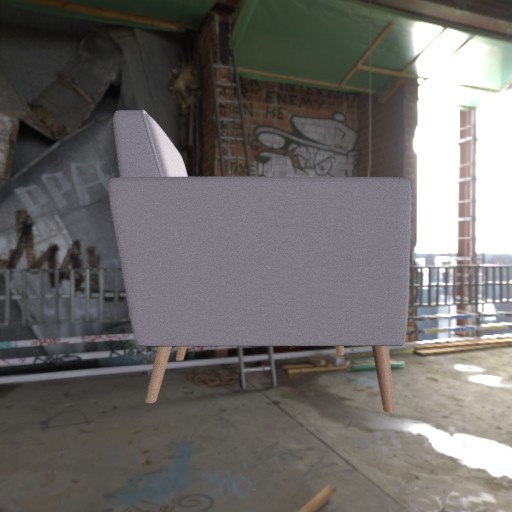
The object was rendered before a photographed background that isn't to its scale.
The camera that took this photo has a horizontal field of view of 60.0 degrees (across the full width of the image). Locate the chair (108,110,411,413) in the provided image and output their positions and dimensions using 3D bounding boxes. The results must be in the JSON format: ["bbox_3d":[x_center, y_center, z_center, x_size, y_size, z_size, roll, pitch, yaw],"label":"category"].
[{"bbox_3d":[0.000,0.000,1.430,0.750,0.780,0.780,0,0,0],"label":"chair"}]
